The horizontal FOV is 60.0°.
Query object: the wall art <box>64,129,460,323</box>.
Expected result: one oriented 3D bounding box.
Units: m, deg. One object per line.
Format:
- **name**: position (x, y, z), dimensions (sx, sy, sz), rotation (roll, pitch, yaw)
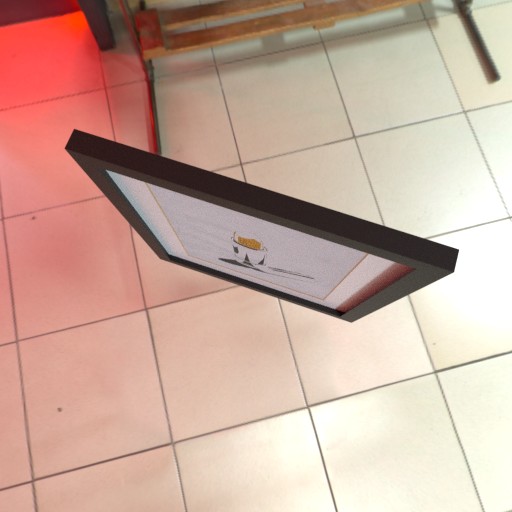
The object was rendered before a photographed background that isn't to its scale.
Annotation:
- **wall art**: position (0.000, 0.000, 0.543), dimensions (0.330, 0.381, 0.019), rotation (18, 76, 5)
